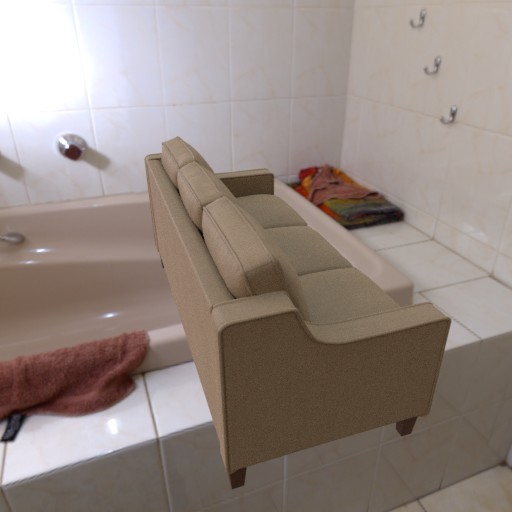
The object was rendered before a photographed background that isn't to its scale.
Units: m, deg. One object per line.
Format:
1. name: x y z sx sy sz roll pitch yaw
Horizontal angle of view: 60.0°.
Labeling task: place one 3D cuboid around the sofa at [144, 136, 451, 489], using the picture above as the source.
1. sofa: 0.000 0.000 2.424 0.911 0.974 1.986 -9 29 -16
